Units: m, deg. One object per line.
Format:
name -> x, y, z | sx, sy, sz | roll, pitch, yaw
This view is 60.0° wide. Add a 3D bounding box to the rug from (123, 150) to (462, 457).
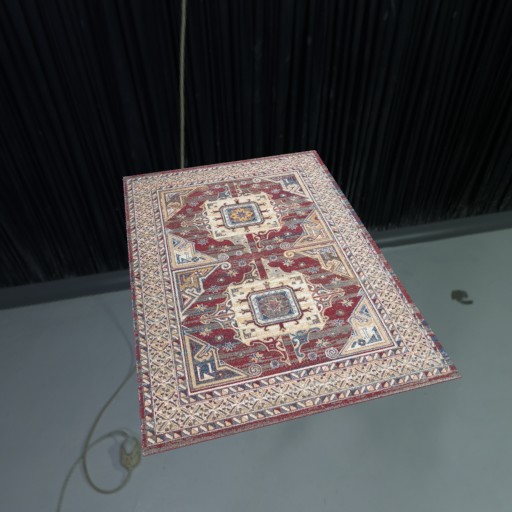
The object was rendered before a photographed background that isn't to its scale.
rug -> 0.000, 0.000, 2.873 | 1.599, 0.011, 2.210 | -10, 46, -10
